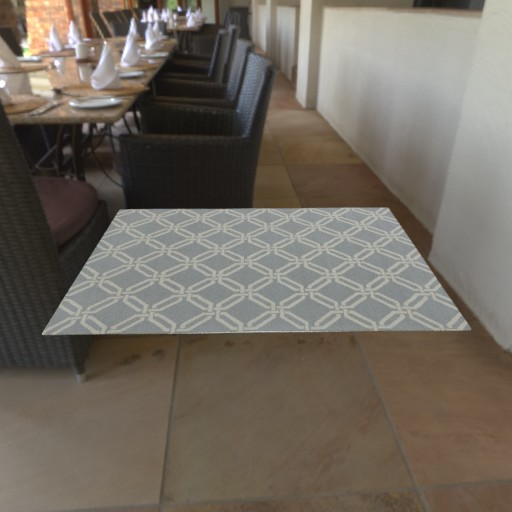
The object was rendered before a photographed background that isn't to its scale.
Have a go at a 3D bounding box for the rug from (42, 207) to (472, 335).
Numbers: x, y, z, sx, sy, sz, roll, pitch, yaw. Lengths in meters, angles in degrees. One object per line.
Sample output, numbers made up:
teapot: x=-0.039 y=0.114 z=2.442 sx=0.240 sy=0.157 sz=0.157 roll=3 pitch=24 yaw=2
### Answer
rug: x=0.000 y=0.000 z=2.850 sx=2.133 sy=0.013 sz=1.522 roll=0 pitch=30 yaw=-1
